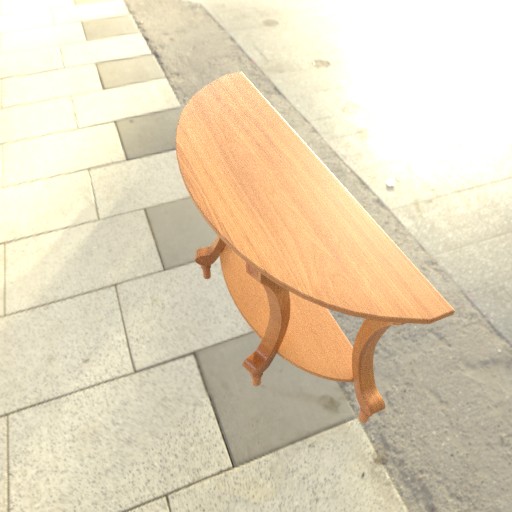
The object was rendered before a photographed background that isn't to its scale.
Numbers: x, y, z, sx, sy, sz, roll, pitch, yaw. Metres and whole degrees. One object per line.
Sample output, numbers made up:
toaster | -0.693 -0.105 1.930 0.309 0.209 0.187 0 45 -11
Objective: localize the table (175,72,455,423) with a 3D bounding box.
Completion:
table | 0.000 0.000 1.504 0.394 0.692 1.198 -18 50 -16
